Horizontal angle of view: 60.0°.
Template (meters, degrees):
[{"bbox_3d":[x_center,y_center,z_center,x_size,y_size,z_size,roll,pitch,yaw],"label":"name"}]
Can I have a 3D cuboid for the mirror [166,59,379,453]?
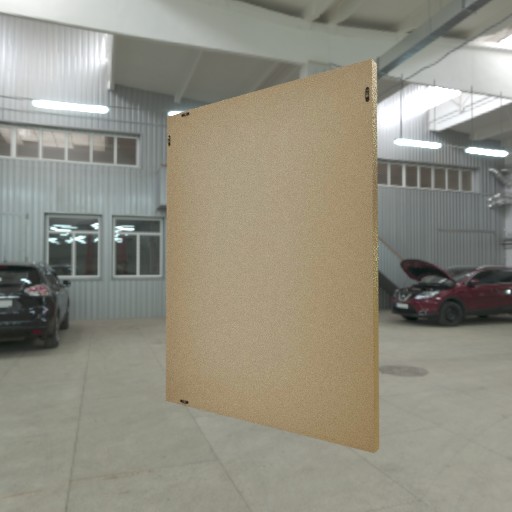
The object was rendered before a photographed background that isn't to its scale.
[{"bbox_3d":[0.000,0.000,1.374,0.762,1.016,0.041,-1,-2,35],"label":"mirror"}]
